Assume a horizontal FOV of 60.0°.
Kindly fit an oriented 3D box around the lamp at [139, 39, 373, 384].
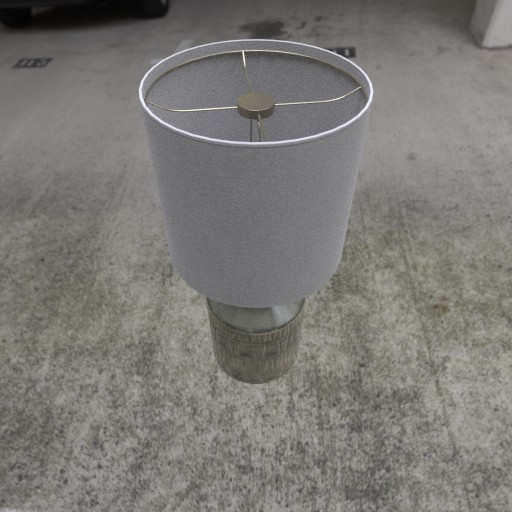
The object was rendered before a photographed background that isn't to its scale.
[{"bbox_3d":[0.000,0.000,0.568,0.211,0.455,0.211,4,46,4],"label":"lamp"}]
